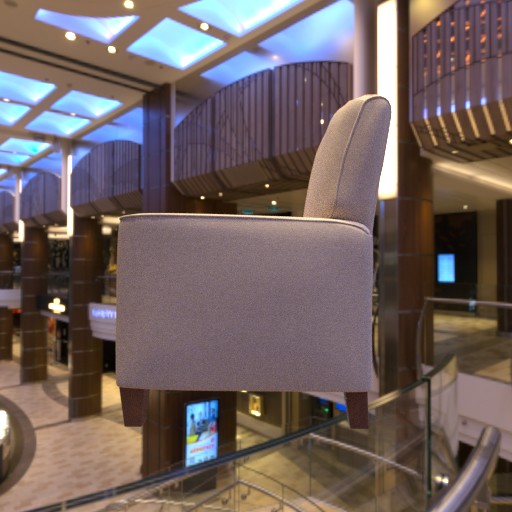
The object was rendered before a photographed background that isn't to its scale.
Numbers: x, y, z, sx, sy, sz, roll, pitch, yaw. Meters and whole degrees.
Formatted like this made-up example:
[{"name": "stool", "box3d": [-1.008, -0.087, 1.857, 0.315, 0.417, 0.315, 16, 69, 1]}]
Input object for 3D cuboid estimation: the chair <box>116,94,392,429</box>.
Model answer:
[{"name": "chair", "box3d": [0.000, 0.000, 1.682, 0.858, 1.023, 0.841, 0, -1, 2]}]
